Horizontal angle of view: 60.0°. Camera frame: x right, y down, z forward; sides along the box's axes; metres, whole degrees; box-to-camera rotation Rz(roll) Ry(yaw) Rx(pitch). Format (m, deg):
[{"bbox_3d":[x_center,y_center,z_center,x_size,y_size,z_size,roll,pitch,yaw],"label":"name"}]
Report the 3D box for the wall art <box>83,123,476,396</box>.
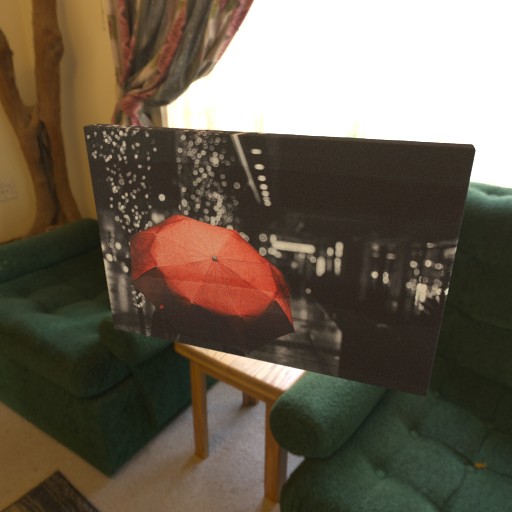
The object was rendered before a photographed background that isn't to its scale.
[{"bbox_3d":[0.000,0.000,0.756,0.609,0.406,0.037,8,25,18],"label":"wall art"}]
